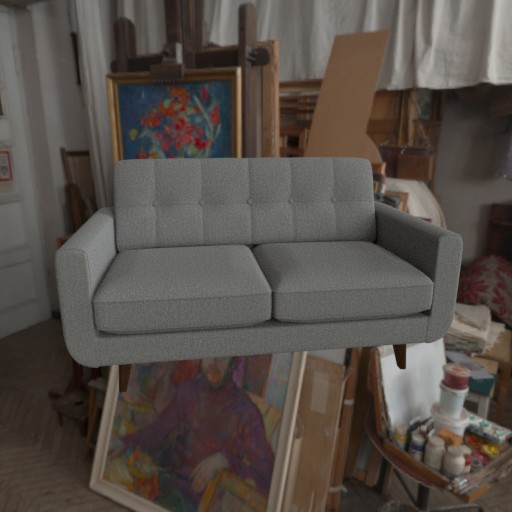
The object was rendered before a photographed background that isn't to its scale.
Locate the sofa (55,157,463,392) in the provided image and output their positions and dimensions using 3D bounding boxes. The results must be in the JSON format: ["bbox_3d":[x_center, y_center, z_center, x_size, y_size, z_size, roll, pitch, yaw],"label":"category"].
[{"bbox_3d":[0.000,0.000,2.218,1.651,0.925,0.952,-2,16,-8],"label":"sofa"}]
